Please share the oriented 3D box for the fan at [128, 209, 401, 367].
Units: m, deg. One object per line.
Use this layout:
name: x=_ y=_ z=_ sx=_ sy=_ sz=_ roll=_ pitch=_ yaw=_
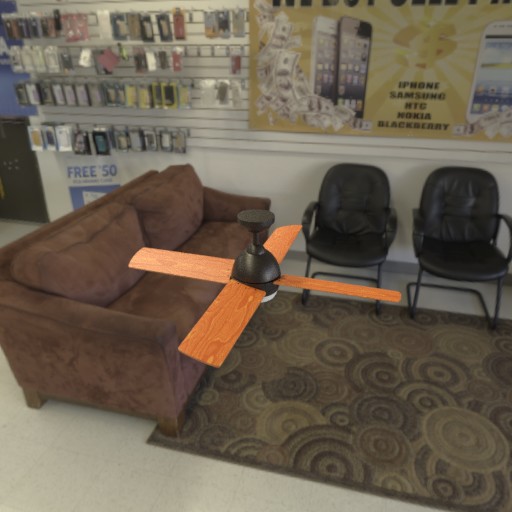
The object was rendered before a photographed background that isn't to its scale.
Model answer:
fan: x=0.000 y=0.000 z=2.076 sx=1.332 sy=0.403 sz=1.332 roll=8 pitch=26 yaw=16
